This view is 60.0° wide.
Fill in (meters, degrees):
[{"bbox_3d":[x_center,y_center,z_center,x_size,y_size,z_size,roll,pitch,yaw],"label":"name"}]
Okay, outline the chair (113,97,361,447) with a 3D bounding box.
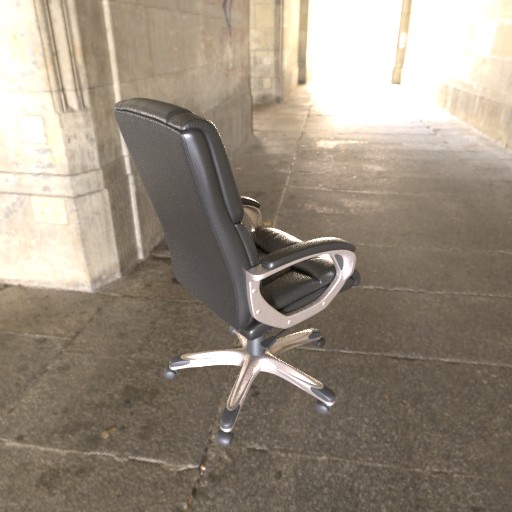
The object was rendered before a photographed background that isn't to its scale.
[{"bbox_3d":[0.000,0.000,1.648,0.780,1.145,0.700,-18,31,-32],"label":"chair"}]
